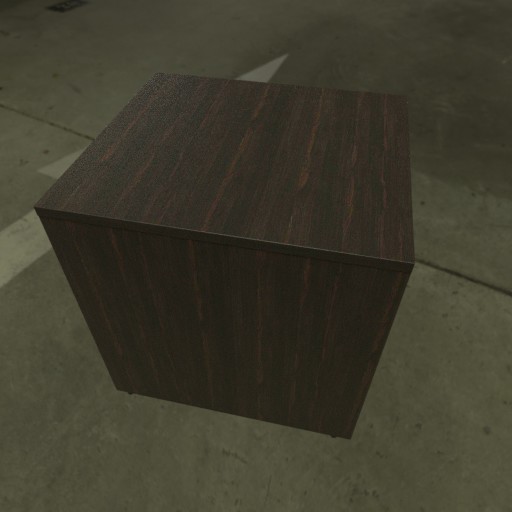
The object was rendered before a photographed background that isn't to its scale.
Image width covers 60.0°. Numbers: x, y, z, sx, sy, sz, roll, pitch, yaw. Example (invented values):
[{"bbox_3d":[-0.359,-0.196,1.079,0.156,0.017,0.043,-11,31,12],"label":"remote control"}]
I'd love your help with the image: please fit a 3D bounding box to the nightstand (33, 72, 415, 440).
[{"bbox_3d":[0.000,0.000,0.799,0.461,0.460,0.400,9,46,9],"label":"nightstand"}]
